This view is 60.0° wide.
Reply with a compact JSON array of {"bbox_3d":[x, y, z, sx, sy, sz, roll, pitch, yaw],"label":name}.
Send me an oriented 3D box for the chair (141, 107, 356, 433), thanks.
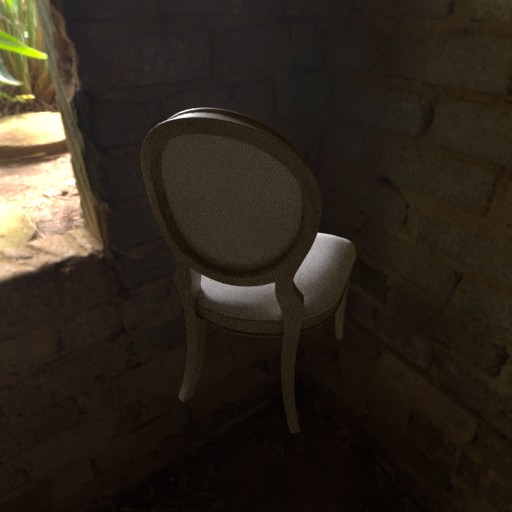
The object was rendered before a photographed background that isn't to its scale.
[{"bbox_3d":[0.000,0.000,1.354,0.558,0.990,0.602,10,33,16],"label":"chair"}]
